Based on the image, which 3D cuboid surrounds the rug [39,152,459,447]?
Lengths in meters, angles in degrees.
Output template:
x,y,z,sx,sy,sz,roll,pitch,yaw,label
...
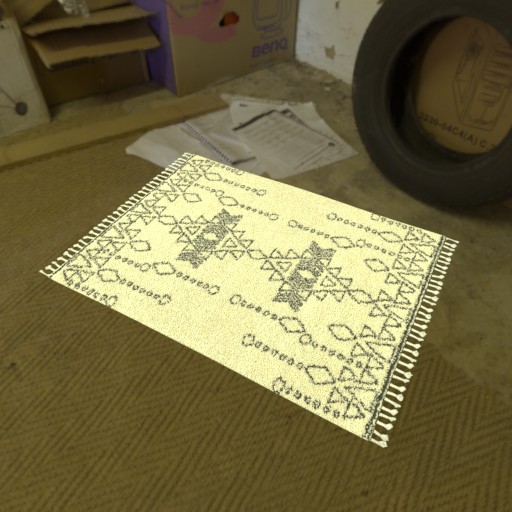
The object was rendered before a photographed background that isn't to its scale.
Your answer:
x,y,z,sx,sy,sz,roll,pitch,yaw,label
0.000,0.000,3.873,3.027,0.028,2.125,22,50,20,rug
